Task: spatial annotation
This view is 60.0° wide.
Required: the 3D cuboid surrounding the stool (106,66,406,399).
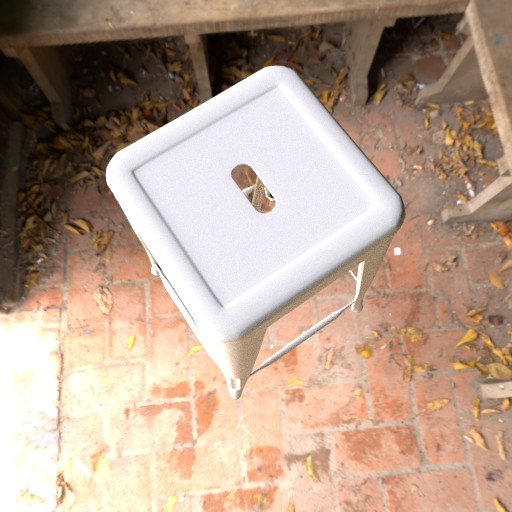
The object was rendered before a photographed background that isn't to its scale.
[{"bbox_3d":[0.000,0.000,0.873,0.406,0.610,0.406,-33,76,-9],"label":"stool"}]
